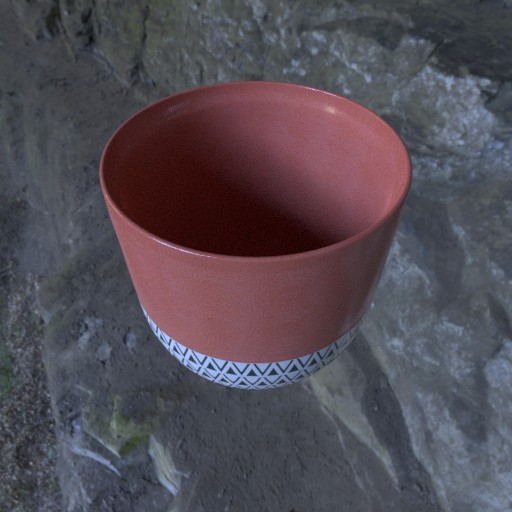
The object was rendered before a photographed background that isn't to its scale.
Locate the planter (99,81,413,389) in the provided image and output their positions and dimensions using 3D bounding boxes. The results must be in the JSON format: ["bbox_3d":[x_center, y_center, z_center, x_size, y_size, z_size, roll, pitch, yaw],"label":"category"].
[{"bbox_3d":[0.000,0.000,0.483,0.266,0.270,0.266,0,46,0],"label":"planter"}]
